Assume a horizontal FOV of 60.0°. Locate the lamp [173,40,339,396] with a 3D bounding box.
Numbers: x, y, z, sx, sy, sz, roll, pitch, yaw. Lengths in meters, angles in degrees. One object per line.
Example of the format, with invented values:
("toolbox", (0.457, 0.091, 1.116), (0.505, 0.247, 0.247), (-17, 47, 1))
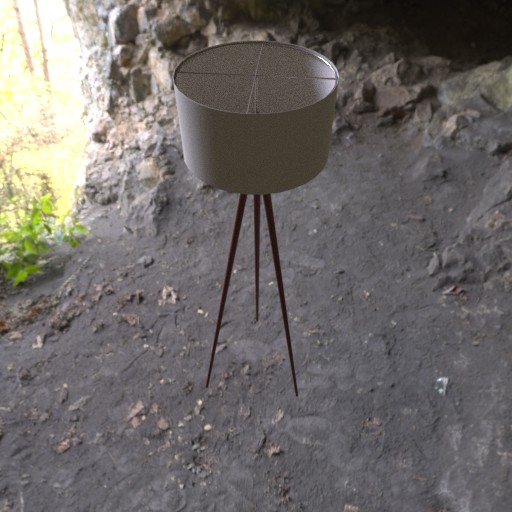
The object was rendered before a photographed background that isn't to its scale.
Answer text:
("lamp", (0.000, 0.000, 1.856), (0.483, 1.553, 0.483), (4, 47, 4))
